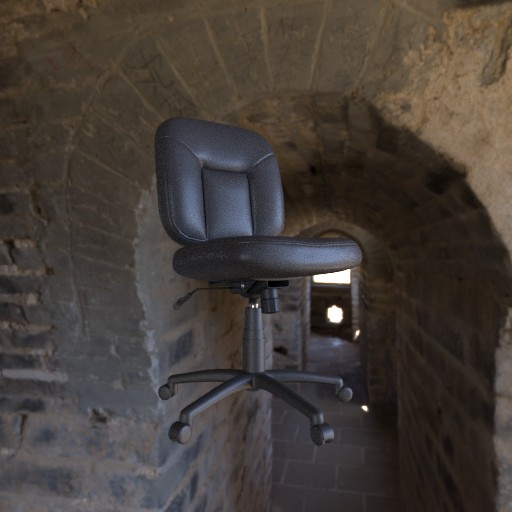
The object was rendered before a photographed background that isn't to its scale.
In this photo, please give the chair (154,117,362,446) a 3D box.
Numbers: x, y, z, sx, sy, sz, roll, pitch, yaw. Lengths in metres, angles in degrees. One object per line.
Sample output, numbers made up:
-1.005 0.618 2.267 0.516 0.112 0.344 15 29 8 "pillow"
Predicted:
0.000 0.000 1.377 0.647 0.959 0.646 0 0 -34 "chair"
